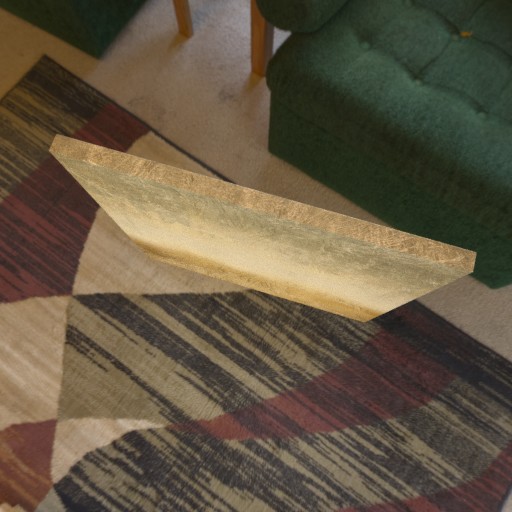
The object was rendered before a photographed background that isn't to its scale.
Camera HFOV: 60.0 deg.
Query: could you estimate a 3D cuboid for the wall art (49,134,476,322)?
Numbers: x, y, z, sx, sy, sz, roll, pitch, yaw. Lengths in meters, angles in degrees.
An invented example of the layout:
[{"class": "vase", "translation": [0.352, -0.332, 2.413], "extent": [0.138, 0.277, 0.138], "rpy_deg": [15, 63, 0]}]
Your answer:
[{"class": "wall art", "translation": [0.000, 0.000, 1.626], "extent": [1.092, 1.091, 0.051], "rpy_deg": [16, 76, 4]}]
